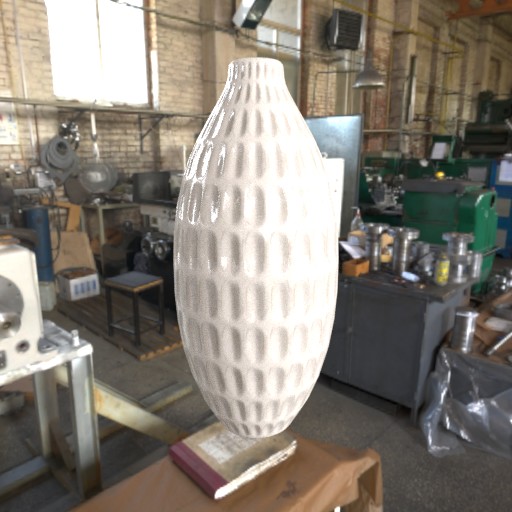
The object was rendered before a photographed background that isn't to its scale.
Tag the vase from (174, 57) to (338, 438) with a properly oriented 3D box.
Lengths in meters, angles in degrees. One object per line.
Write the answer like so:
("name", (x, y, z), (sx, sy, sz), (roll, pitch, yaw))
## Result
("vase", (0.000, 0.000, 0.346), (0.127, 0.282, 0.127), (0, 13, 0))
